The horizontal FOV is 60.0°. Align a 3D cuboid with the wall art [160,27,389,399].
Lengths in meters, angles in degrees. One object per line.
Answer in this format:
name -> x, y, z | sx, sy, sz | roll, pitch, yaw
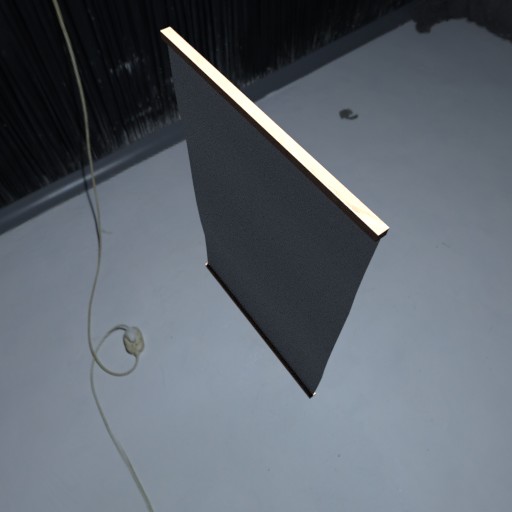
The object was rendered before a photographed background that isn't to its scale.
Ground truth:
wall art -> 0.000, 0.000, 0.628 | 0.012, 0.508, 0.332 | -32, 64, -18
